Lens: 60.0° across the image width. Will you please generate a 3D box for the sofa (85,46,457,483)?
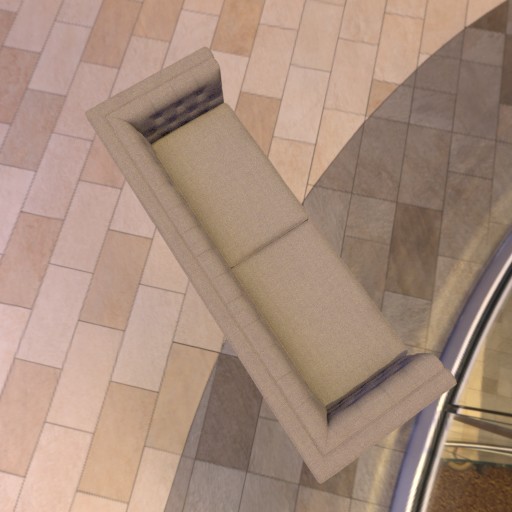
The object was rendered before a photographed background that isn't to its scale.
[{"bbox_3d":[0.000,0.000,2.532,0.775,0.762,2.159,-32,77,-8],"label":"sofa"}]
